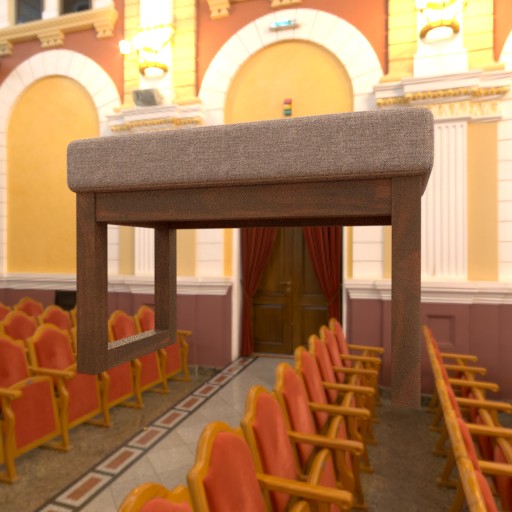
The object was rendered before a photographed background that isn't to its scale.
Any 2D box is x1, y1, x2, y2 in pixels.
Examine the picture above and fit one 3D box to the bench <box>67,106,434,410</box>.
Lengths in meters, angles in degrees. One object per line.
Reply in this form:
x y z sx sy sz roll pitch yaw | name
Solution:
0.000 0.000 0.937 0.681 0.467 0.366 0 1 18 | bench
